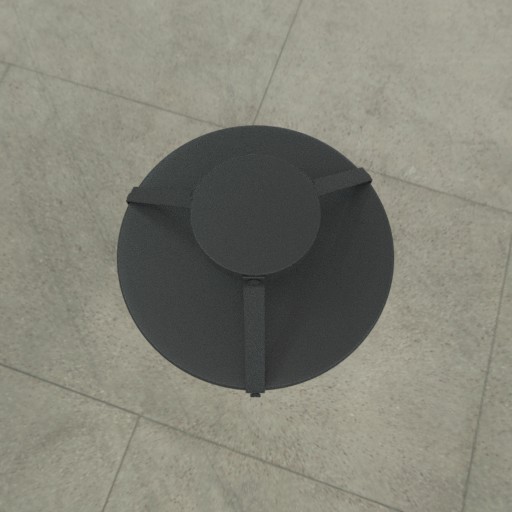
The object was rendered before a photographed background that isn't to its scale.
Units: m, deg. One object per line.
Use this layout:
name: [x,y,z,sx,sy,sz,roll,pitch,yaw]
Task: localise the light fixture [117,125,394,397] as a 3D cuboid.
light fixture: [0.000,0.000,0.521,0.304,0.269,0.304,0,73,0]
